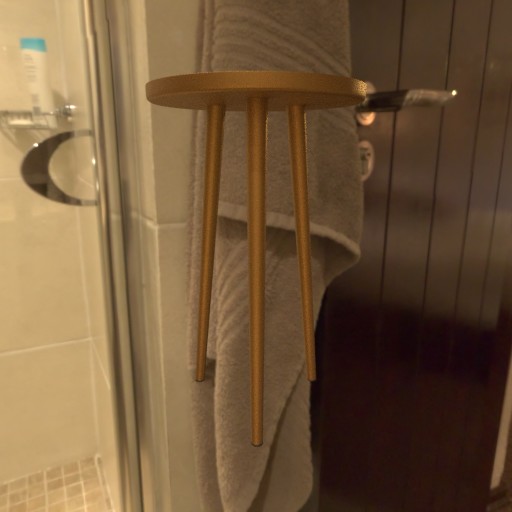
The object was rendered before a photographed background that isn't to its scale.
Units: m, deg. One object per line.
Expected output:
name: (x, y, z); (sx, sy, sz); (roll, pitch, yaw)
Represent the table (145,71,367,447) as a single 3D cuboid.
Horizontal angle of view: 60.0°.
table: (0.000, 0.000, 0.673); (0.299, 0.480, 0.299); (7, 16, 26)
